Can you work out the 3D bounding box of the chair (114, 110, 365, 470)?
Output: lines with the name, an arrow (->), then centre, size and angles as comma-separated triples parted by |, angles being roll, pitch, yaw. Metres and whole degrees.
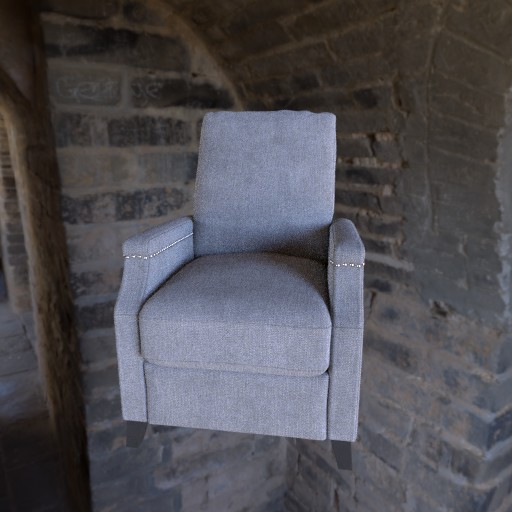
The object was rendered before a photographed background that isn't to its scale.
chair -> 0.000, 0.000, 1.599 | 0.710, 1.049, 0.922 | 2, 14, 8
